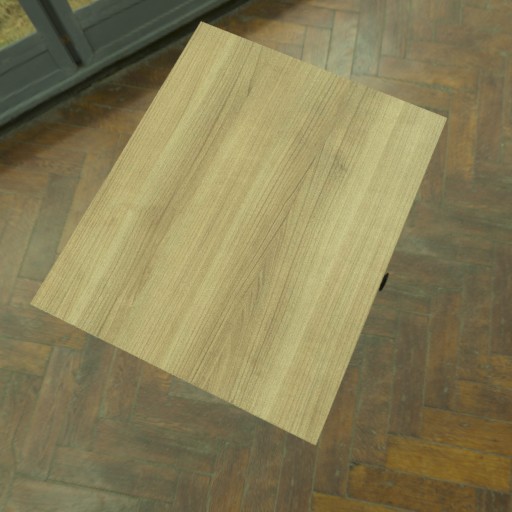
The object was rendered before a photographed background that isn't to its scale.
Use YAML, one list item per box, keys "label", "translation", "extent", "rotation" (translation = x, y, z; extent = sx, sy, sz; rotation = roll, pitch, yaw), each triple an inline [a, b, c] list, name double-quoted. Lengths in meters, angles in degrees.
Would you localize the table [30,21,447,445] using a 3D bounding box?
- label: "table"
  translation: [0.000, 0.000, 0.775]
  extent: [0.380, 0.460, 0.445]
  rotation: [24, 76, 6]
